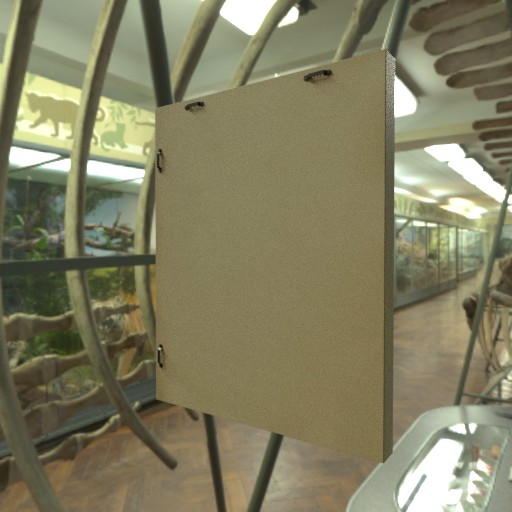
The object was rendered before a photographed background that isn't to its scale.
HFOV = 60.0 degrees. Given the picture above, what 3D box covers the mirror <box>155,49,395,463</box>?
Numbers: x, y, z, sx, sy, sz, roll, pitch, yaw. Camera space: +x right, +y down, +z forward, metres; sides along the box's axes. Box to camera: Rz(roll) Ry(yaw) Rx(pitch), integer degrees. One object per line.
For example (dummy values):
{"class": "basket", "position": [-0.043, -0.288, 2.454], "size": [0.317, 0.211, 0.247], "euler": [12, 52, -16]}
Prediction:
{"class": "mirror", "position": [0.000, 0.000, 0.670], "size": [0.405, 0.508, 0.041], "euler": [1, 1, 35]}
